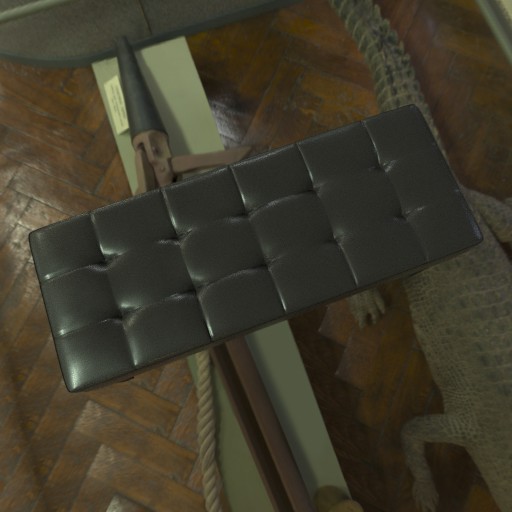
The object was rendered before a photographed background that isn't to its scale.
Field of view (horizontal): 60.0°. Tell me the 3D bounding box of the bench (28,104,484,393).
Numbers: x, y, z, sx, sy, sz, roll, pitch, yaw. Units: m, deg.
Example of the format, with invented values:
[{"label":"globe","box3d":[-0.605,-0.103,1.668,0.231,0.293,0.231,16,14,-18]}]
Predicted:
[{"label":"bench","box3d":[0.000,0.000,1.333,1.105,0.460,0.432,-20,77,-5]}]
